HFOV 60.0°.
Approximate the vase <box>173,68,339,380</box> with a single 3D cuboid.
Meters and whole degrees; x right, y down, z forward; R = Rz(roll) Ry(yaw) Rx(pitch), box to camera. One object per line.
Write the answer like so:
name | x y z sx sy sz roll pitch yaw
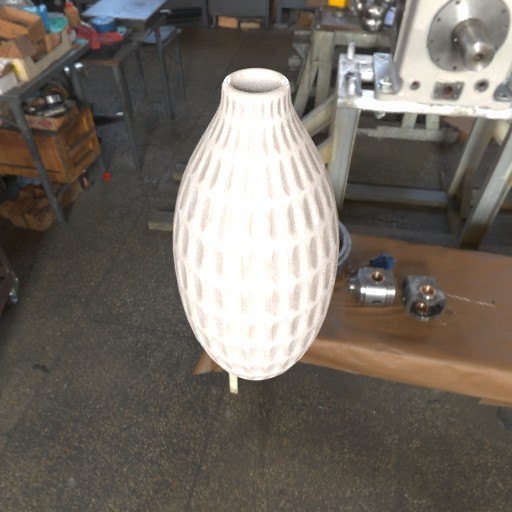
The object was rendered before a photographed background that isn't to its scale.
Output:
vase | 0.000 0.000 0.350 0.127 0.282 0.127 0 45 0
